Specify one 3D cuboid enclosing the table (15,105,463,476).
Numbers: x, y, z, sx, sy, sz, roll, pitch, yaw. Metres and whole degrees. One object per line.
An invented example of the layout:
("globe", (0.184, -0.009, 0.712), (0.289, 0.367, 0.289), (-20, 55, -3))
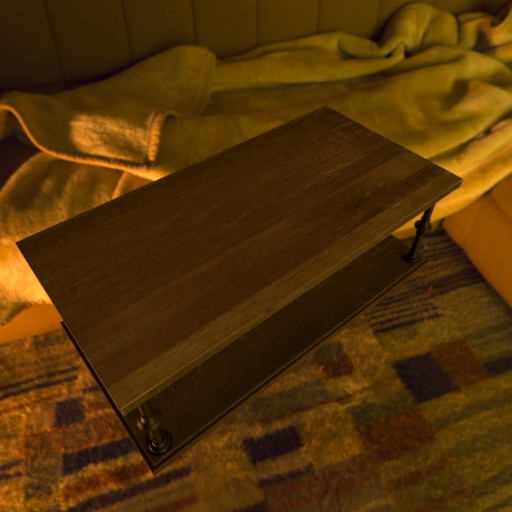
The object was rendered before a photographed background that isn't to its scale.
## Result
("table", (0.000, 0.000, 1.322), (1.088, 0.373, 0.554), (-31, 54, -26))
